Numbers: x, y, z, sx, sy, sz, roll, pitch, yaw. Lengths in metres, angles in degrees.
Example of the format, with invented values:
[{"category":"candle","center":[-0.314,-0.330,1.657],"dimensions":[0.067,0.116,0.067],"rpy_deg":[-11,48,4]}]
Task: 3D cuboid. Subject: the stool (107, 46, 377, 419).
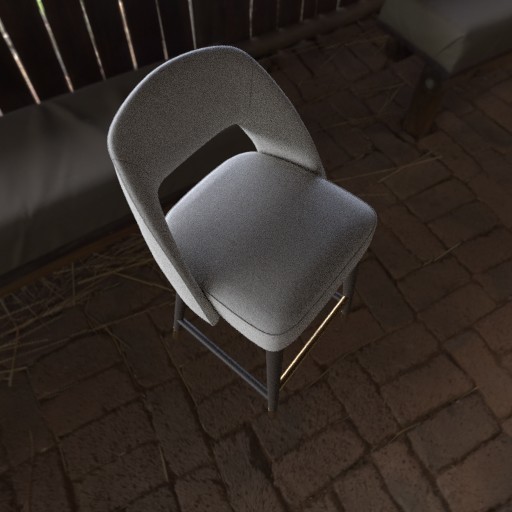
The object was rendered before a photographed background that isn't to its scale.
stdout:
[{"category":"stool","center":[0.000,0.000,1.203],"dimensions":[0.509,0.940,0.494],"rpy_deg":[34,64,19]}]
